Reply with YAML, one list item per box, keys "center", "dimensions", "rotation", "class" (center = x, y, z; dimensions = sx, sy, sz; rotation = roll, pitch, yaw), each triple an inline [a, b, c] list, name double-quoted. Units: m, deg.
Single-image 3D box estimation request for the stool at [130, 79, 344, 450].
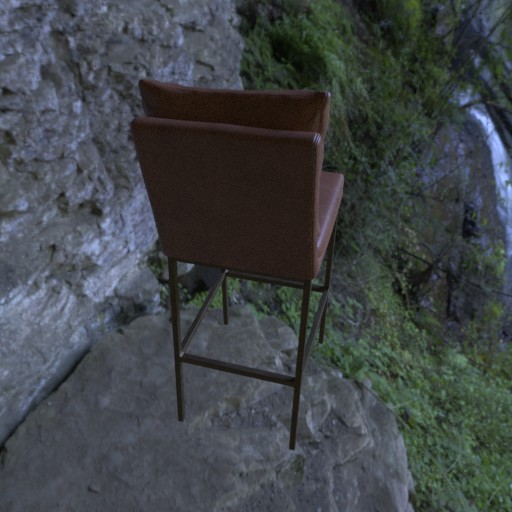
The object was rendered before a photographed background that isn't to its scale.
- center: [0.000, 0.000, 1.420]
  dimensions: [0.463, 1.124, 0.571]
  rotation: [9, 34, 13]
  class: "stool"
